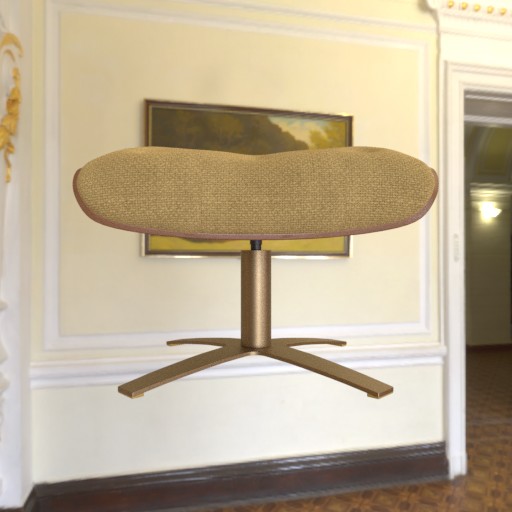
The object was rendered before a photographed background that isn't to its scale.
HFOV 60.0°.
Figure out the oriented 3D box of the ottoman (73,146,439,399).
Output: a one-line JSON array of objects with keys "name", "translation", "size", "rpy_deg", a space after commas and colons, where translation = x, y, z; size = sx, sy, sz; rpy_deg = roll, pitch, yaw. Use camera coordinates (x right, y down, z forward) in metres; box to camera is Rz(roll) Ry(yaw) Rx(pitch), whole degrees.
[{"name": "ottoman", "translation": [0.000, 0.000, 0.801], "size": [0.520, 0.391, 0.394], "rpy_deg": [0, 0, 0]}]
